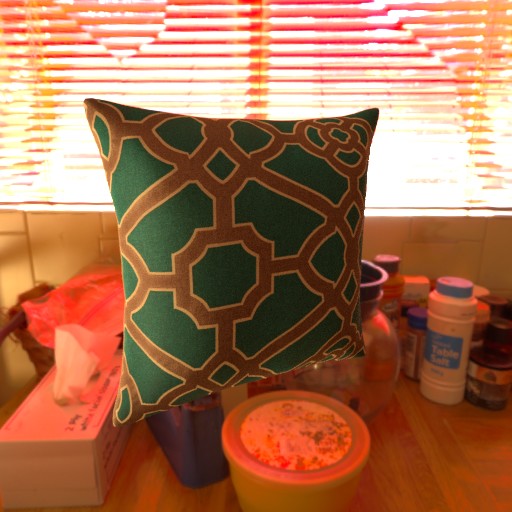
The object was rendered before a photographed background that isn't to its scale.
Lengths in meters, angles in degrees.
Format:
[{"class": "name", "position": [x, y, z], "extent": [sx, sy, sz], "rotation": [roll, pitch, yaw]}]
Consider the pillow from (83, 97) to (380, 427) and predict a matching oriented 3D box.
[{"class": "pillow", "position": [0.000, 0.000, 0.774], "extent": [0.526, 0.507, 0.166], "rotation": [-8, 17, -27]}]
